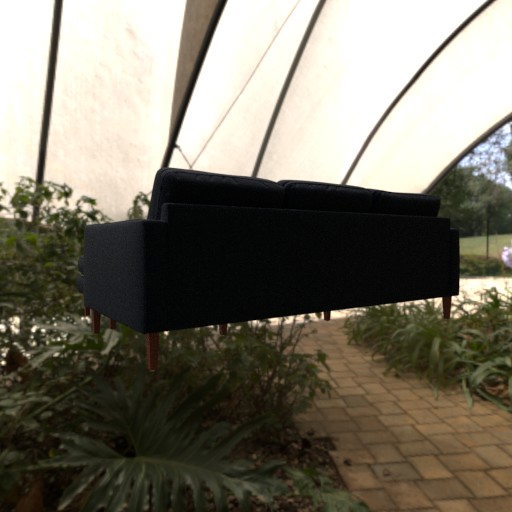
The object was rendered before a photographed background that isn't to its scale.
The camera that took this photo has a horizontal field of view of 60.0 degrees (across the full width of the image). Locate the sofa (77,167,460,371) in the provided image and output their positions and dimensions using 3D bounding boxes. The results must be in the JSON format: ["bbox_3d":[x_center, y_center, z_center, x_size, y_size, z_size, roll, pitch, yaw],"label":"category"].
[{"bbox_3d":[0.000,0.000,2.960,2.185,0.841,1.613,-1,2,-35],"label":"sofa"}]
